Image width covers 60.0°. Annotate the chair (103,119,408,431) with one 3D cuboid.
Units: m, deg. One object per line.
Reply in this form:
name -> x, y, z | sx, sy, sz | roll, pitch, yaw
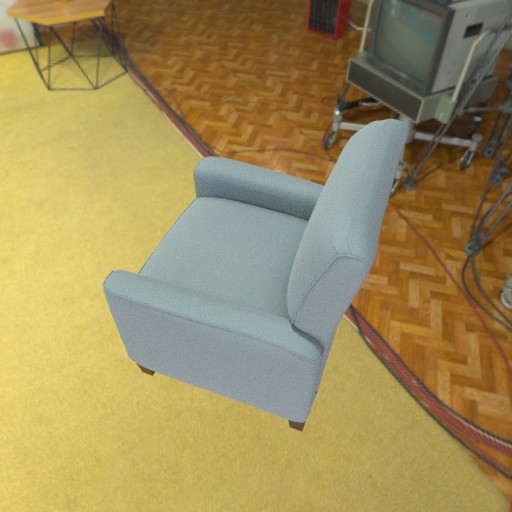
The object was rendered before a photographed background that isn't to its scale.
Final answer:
chair -> 0.000, 0.000, 1.696 | 0.846, 1.007, 0.853 | 15, 49, 14
